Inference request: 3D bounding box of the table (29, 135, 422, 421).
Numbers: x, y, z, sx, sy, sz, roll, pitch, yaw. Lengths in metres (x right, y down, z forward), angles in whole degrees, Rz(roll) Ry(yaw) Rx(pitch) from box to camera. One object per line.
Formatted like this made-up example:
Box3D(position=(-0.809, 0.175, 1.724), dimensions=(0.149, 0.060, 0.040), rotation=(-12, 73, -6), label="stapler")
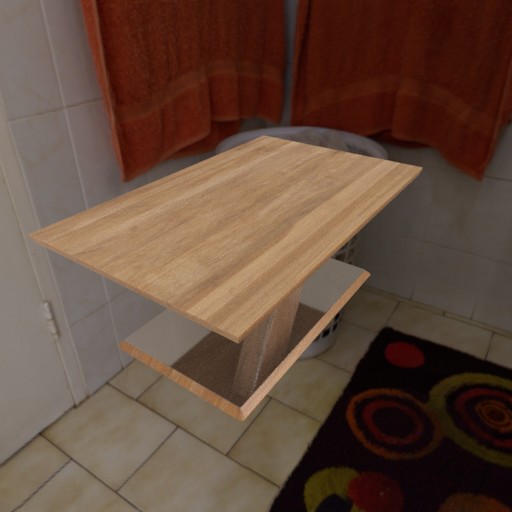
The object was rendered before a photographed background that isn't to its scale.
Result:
Box3D(position=(0.000, 0.000, 1.495), dimensions=(0.692, 0.441, 1.100), rotation=(20, 37, 29), label="table")
